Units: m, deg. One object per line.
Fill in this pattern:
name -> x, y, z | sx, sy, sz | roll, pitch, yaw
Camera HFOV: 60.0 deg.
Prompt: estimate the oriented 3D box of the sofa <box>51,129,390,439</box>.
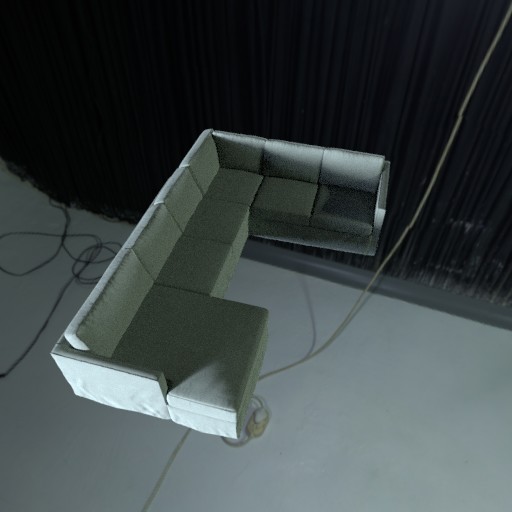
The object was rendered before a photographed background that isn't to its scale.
sofa -> 0.000, 0.000, 4.553 | 2.440, 0.869, 3.434 | 11, 47, 11
